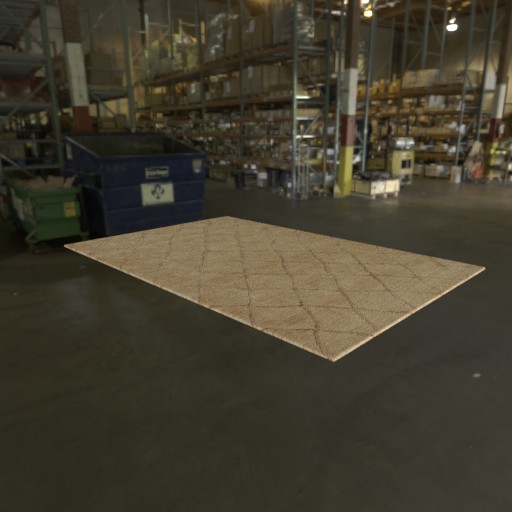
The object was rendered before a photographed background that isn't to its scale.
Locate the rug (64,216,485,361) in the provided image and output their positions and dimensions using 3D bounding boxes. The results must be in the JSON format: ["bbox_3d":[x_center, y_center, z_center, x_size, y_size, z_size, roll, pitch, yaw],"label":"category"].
[{"bbox_3d":[0.000,0.000,2.867,2.292,0.014,1.528,15,22,43],"label":"rug"}]
